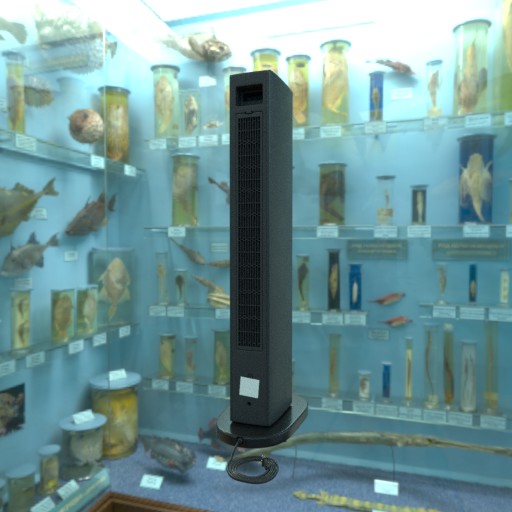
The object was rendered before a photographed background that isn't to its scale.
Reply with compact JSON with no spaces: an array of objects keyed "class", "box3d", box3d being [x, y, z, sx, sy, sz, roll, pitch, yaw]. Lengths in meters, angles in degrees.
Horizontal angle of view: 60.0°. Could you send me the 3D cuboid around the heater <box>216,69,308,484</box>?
[{"class":"heater","box3d":[0.000,0.000,1.052,0.214,0.856,0.458,1,2,19]}]
